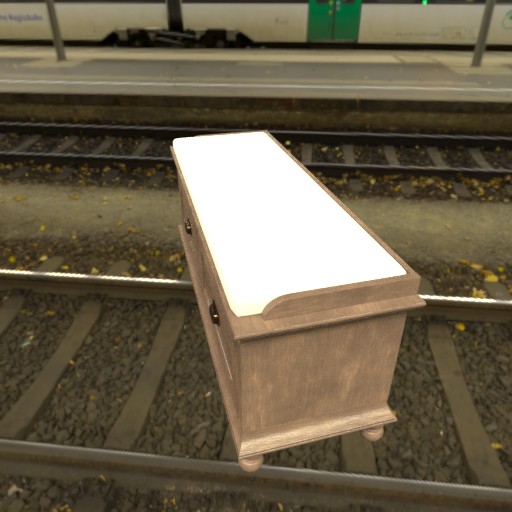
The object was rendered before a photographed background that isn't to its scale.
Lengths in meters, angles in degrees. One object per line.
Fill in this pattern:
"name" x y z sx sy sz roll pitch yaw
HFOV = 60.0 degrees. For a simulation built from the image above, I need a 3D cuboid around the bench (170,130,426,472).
"bench" 0.000 0.000 1.454 0.402 0.501 1.185 -8 32 -13
